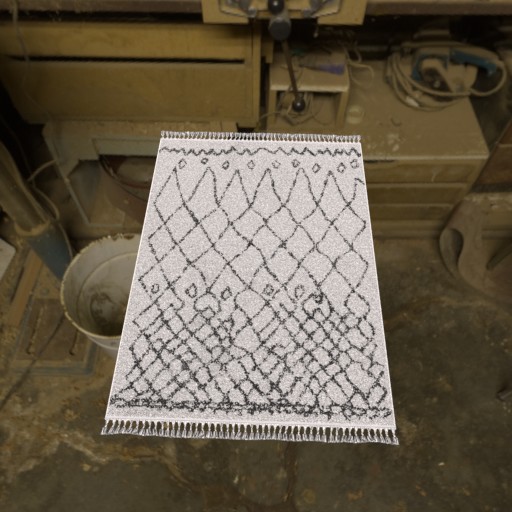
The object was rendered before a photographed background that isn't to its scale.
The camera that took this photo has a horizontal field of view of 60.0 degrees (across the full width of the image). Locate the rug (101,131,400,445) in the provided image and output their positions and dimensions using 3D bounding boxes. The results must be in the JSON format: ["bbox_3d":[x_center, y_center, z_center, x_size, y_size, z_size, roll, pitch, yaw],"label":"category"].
[{"bbox_3d":[0.000,0.000,2.983,1.613,0.017,2.312,2,59,1],"label":"rug"}]
